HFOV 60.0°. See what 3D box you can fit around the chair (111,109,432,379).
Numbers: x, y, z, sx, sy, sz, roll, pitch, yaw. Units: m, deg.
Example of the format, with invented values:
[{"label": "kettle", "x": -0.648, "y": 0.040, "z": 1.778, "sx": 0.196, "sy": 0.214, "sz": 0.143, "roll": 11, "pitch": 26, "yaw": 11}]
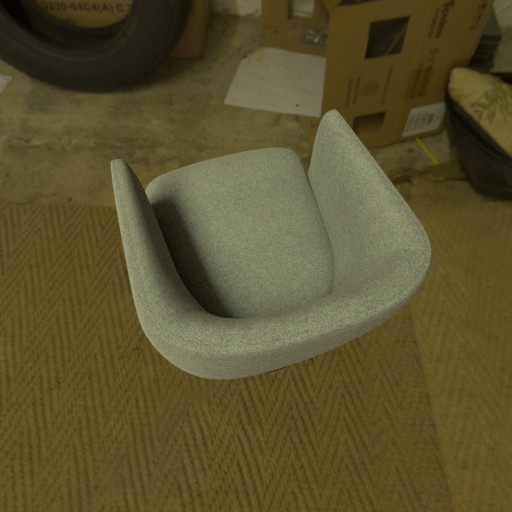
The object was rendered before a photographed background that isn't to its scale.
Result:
[{"label": "chair", "x": 0.000, "y": 0.000, "z": 1.590, "sx": 0.822, "sy": 0.861, "sz": 0.986, "roll": -16, "pitch": 60, "yaw": -9}]
